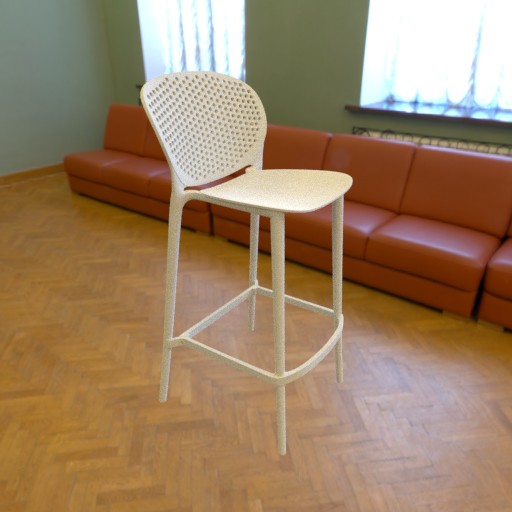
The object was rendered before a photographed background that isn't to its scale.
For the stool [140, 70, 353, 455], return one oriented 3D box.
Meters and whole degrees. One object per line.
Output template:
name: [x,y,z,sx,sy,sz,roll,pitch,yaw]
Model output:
stool: [0.000,0.000,1.383,0.535,1.045,0.536,18,32,32]
